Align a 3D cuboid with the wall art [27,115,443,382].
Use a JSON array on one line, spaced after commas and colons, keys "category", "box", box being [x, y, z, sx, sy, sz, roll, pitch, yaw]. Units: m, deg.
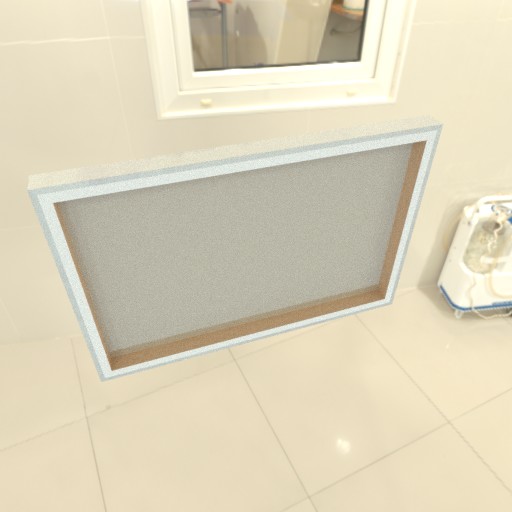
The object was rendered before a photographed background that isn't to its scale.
[{"category": "wall art", "box": [0.000, 0.000, 0.766, 0.609, 0.407, 0.038, -12, 42, -14]}]
